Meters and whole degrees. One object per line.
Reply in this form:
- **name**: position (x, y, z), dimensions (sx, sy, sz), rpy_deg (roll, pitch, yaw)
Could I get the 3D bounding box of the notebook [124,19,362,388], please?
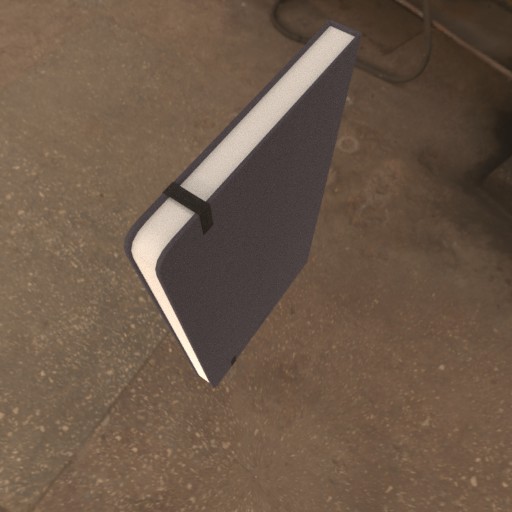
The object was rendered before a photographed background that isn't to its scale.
- **notebook**: position (0.000, 0.000, 0.252), dimensions (0.016, 0.213, 0.127), rpy_deg (32, 68, 15)
